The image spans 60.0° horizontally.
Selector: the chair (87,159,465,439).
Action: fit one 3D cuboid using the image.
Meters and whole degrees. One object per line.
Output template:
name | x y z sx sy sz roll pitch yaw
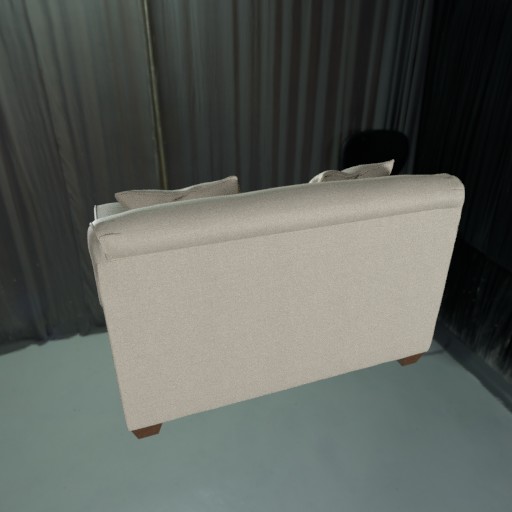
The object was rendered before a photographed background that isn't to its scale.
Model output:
chair | 0.000 0.000 2.072 1.383 0.948 1.000 -10 30 -17
